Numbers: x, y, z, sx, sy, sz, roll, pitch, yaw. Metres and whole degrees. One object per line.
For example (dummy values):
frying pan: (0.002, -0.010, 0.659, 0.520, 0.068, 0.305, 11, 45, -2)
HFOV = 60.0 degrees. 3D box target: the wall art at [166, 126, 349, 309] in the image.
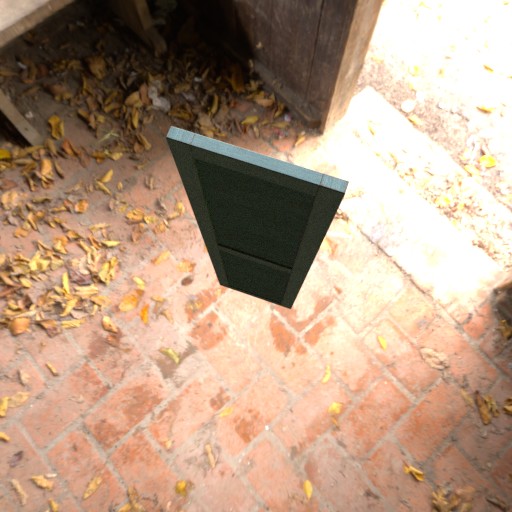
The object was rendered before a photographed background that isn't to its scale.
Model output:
wall art: (0.000, 0.000, 1.354, 0.329, 1.219, 0.025, 18, 75, 5)
